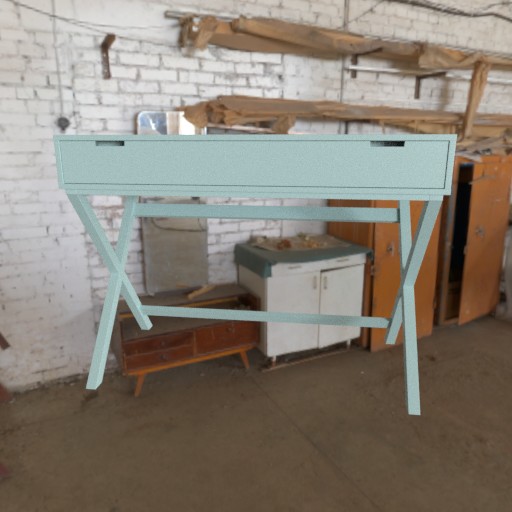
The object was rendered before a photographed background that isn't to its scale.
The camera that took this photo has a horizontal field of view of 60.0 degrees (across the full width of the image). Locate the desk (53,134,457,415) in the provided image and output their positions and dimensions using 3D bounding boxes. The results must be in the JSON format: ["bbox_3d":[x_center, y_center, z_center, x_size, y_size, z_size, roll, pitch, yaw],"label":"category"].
[{"bbox_3d":[0.000,0.000,1.487,1.059,0.780,0.509,2,15,8],"label":"desk"}]
